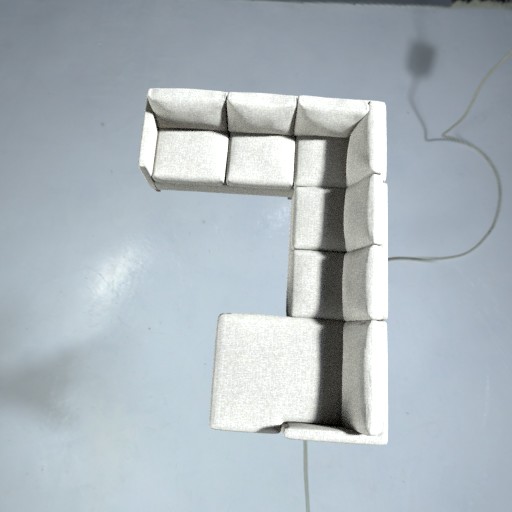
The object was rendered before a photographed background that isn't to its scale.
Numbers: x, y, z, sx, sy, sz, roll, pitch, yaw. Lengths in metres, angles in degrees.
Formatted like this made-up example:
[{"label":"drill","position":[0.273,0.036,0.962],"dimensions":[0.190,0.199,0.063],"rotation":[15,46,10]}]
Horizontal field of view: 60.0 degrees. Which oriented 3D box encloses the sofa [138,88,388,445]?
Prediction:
[{"label":"sofa","position":[0.000,0.000,4.581],"dimensions":[2.593,0.959,3.460],"rotation":[4,77,1]}]
